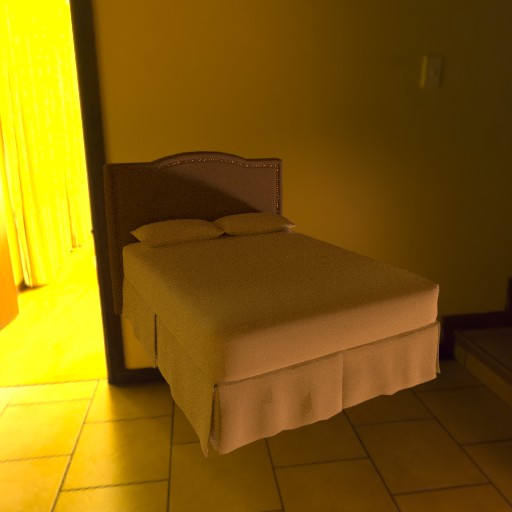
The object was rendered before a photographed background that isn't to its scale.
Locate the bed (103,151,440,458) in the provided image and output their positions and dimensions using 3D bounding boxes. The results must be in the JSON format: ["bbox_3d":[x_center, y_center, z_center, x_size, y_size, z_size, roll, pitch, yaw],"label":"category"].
[{"bbox_3d":[0.000,0.000,3.288,1.744,1.441,2.128,-8,18,-27],"label":"bed"}]
